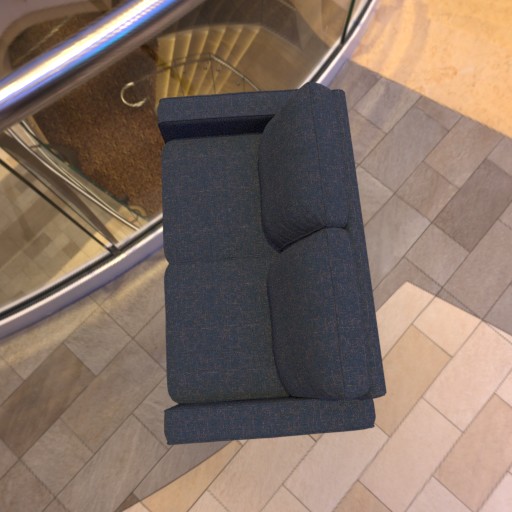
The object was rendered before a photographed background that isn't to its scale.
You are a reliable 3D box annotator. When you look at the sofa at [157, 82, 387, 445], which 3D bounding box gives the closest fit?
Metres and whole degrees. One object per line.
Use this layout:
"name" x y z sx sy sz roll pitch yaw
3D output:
"sofa" 0.000 0.000 2.254 0.947 0.918 1.709 -4 76 -1
